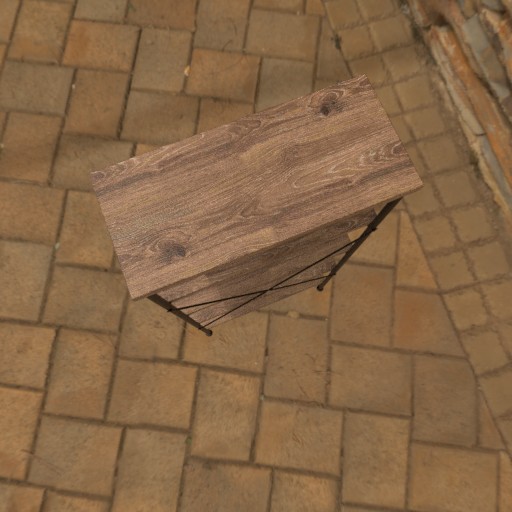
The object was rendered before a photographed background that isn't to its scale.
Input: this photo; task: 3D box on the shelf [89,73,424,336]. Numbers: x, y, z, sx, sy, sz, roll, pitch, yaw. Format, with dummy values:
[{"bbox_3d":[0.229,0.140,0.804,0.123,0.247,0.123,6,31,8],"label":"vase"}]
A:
[{"bbox_3d":[0.000,0.000,1.982,0.800,1.700,0.360,-21,77,-5],"label":"shelf"}]
